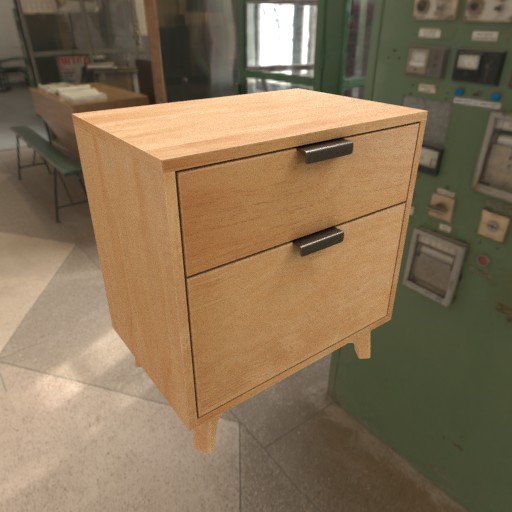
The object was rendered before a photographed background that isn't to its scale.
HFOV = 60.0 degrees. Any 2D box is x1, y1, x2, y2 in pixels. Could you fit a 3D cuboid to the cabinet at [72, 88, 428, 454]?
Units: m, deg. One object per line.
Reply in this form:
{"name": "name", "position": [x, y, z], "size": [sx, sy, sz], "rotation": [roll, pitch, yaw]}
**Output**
{"name": "cabinet", "position": [0.000, 0.000, 0.961], "size": [0.551, 0.599, 0.394], "rotation": [-19, 34, -32]}
